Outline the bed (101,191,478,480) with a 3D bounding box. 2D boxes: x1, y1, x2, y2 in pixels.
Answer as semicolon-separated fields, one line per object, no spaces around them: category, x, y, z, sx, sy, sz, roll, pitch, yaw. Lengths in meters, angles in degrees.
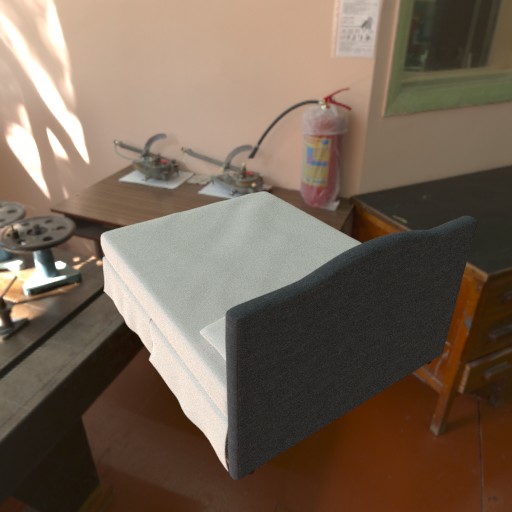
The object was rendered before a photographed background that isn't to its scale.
bed;0.000;0.000;3.944;2.161;1.457;2.689;-19;35;-29
